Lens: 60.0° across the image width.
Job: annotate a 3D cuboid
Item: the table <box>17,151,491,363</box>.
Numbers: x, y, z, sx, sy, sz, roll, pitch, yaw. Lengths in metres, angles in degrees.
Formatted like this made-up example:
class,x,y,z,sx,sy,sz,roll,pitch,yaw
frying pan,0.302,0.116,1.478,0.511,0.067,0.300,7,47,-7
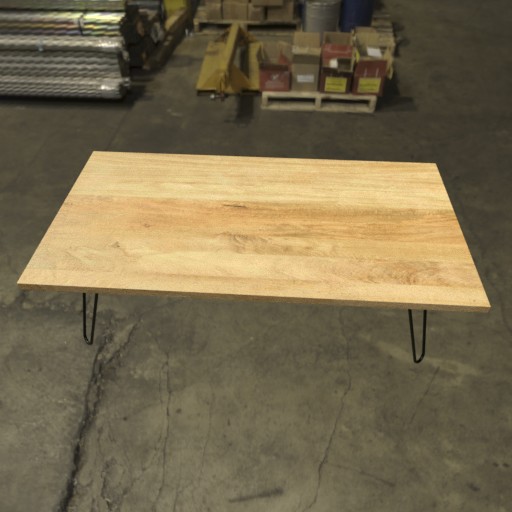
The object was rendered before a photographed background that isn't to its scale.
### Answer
class,x,y,z,sx,sy,sz,roll,pitch,yaw
table,0.000,0.000,1.642,1.348,0.400,0.699,3,46,3
